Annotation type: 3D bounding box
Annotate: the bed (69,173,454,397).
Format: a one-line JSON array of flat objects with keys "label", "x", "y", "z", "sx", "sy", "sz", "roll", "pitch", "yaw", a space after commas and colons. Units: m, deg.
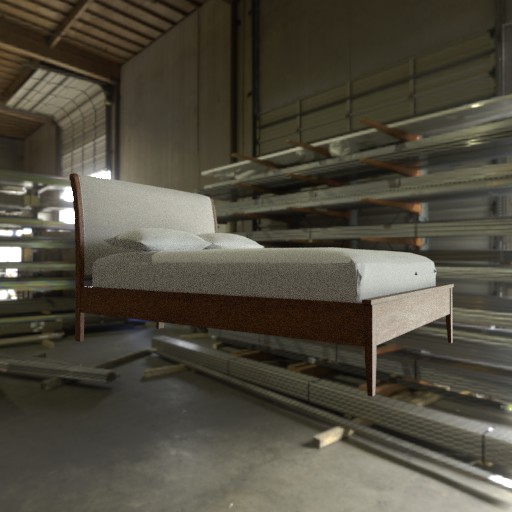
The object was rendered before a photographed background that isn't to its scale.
[{"label": "bed", "x": 0.000, "y": 0.000, "z": 3.263, "sx": 2.380, "sy": 1.250, "sz": 1.612, "roll": 0, "pitch": -1, "yaw": 36}]
